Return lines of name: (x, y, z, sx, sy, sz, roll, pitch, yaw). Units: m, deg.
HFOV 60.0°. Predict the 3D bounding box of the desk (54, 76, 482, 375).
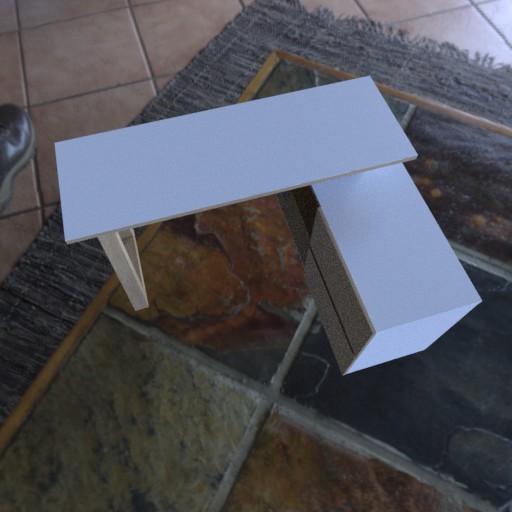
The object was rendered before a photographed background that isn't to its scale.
desk: (0.000, 0.000, 2.000, 1.404, 0.755, 1.098, -15, 63, -8)
